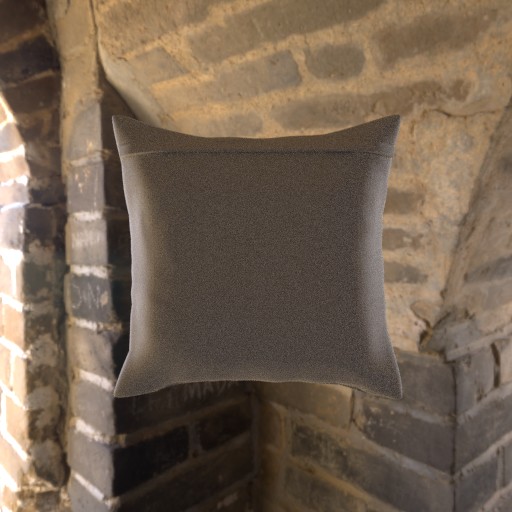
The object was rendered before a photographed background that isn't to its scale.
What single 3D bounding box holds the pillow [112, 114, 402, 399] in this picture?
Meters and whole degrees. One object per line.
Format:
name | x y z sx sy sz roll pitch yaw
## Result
pillow | 0.000 0.000 0.715 0.463 0.454 0.160 0 -1 1
